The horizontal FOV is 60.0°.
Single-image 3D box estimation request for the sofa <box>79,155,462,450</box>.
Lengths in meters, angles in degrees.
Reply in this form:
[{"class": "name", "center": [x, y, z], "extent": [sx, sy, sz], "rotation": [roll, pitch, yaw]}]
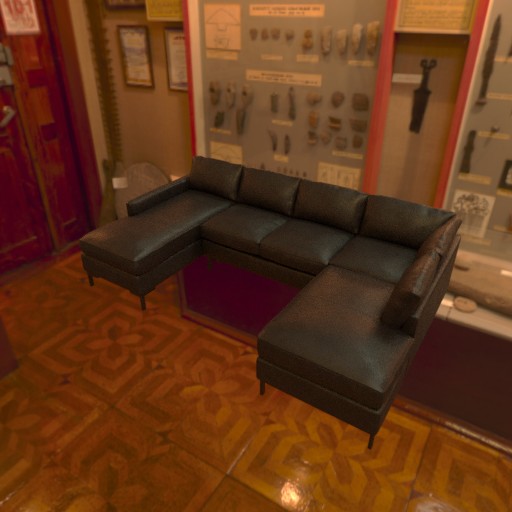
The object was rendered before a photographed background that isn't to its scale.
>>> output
[{"class": "sofa", "center": [0.000, 0.000, 3.837], "extent": [2.956, 0.900, 1.939], "rotation": [18, 35, 28]}]
